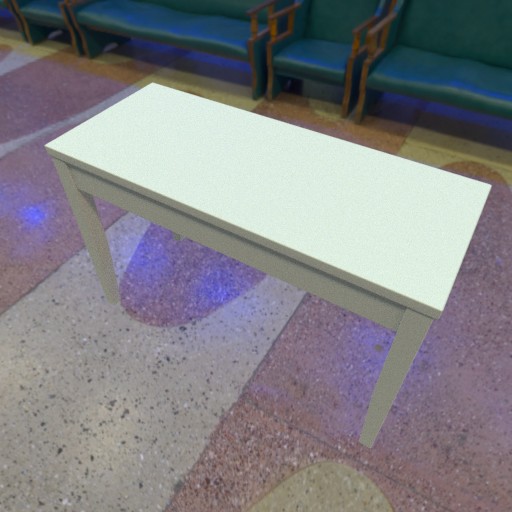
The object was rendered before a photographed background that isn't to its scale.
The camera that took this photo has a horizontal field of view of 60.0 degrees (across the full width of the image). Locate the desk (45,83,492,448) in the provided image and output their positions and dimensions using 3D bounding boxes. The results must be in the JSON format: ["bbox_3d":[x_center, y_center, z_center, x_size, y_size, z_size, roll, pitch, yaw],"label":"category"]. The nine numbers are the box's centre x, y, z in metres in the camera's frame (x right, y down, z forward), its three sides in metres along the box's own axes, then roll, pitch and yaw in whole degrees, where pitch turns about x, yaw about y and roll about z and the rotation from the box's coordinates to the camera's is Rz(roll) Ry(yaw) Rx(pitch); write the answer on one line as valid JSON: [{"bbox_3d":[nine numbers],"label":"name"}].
[{"bbox_3d":[0.000,0.000,1.572,1.220,0.775,0.508,24,50,21],"label":"desk"}]
